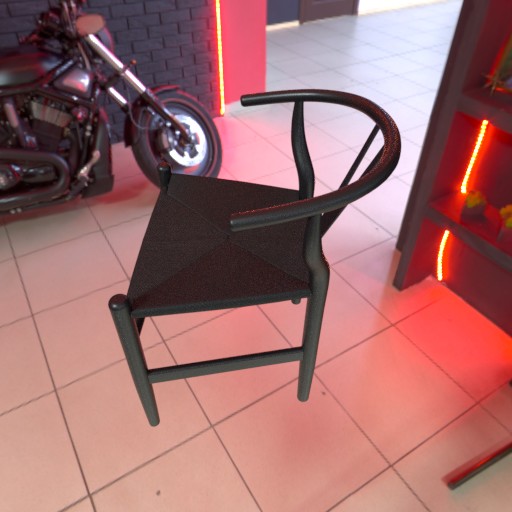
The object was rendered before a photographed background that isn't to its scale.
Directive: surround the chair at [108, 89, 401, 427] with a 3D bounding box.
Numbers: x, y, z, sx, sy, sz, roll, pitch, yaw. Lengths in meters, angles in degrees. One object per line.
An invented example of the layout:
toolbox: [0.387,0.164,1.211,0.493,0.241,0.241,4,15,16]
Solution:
chair: [0.000,0.000,1.144,0.579,0.730,0.569,1,41,1]
